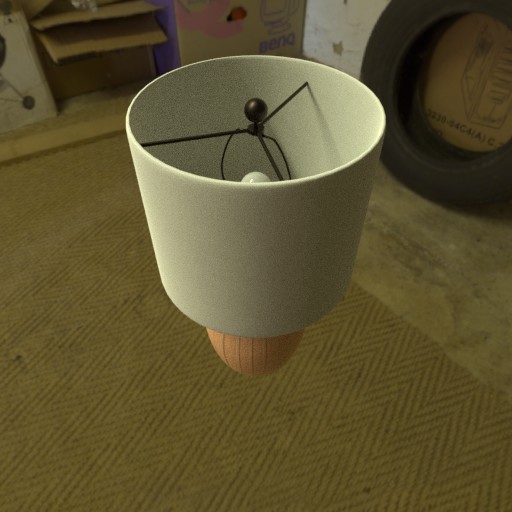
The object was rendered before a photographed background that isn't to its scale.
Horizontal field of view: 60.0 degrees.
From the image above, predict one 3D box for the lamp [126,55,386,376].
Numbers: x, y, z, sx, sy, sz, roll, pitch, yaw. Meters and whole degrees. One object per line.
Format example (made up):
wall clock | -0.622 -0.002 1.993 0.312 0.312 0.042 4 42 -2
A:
lamp | 0.000 0.000 0.764 0.329 0.570 0.329 0 46 0
